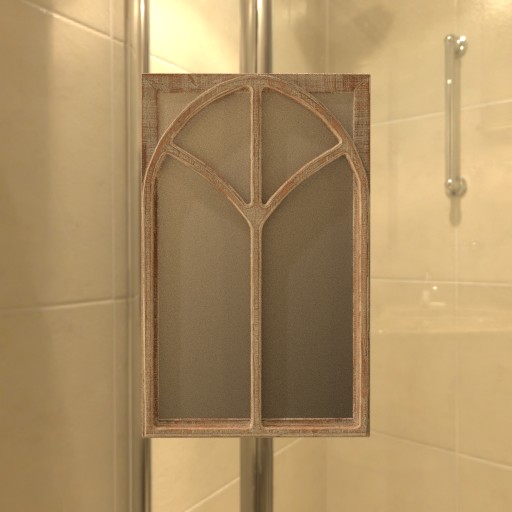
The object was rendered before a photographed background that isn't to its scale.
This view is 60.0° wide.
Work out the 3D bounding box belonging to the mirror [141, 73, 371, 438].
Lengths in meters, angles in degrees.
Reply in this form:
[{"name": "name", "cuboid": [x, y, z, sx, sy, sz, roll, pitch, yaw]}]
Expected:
[{"name": "mirror", "cuboid": [0.000, 0.000, 0.959, 0.495, 0.787, 0.058, 0, 0, 0]}]
